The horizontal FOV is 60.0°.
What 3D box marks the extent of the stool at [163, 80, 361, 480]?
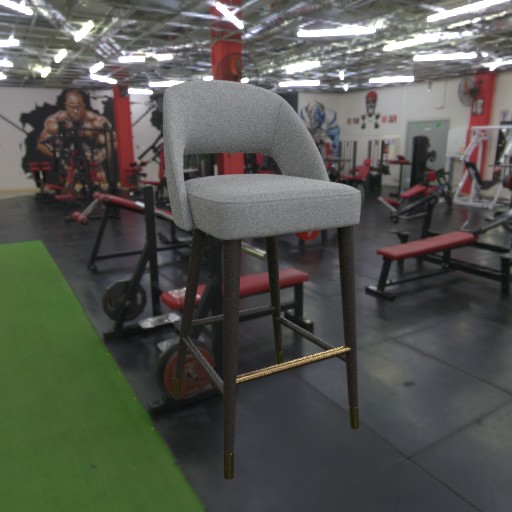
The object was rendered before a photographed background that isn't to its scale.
[{"bbox_3d":[0.000,0.000,1.333,0.494,1.037,0.509,-8,17,-28],"label":"stool"}]
